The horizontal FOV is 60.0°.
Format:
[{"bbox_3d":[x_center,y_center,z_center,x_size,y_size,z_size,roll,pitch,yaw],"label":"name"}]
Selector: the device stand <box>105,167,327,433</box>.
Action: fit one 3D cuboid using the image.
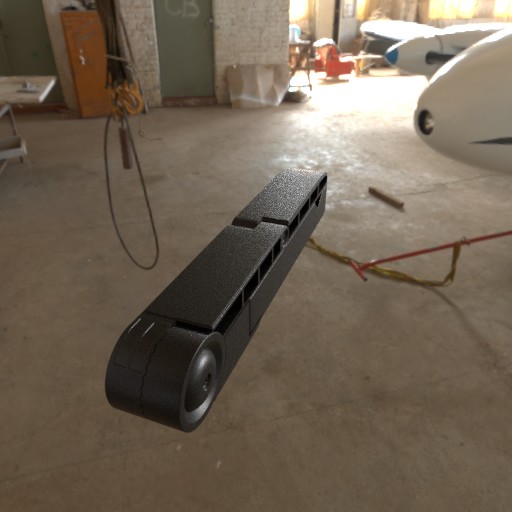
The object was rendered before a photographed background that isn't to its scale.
[{"bbox_3d":[0.000,0.000,0.196,0.026,0.030,0.179,11,32,18],"label":"device stand"}]
